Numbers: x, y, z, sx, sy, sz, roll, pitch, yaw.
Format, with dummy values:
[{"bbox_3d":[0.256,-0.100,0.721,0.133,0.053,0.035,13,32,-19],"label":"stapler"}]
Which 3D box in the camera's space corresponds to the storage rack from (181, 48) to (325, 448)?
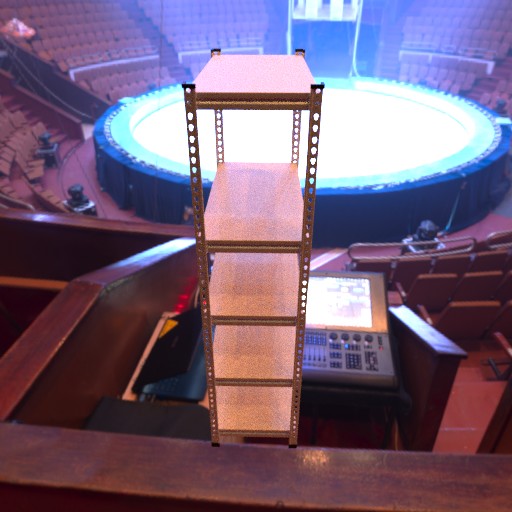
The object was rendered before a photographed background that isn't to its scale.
[{"bbox_3d":[0.000,0.000,2.264,0.457,1.829,0.914,1,32,1],"label":"storage rack"}]
